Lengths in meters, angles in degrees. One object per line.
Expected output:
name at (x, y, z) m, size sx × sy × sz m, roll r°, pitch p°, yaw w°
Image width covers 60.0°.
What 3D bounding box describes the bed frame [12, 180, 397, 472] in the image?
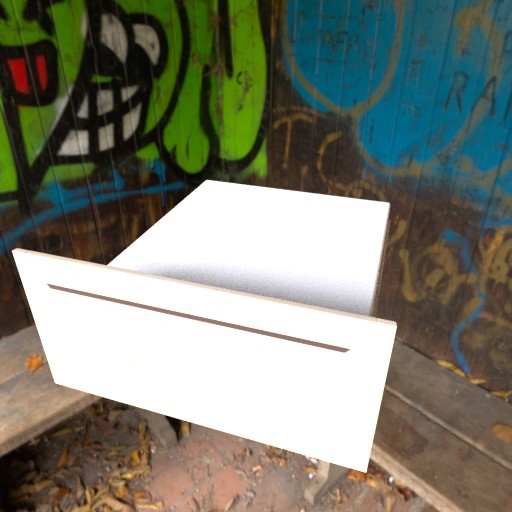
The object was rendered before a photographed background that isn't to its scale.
bed frame at (0.000, 0.000, 2.980) m, size 1.800 × 0.900 × 2.080 m, roll 10°, pitch 32°, yaw 16°
